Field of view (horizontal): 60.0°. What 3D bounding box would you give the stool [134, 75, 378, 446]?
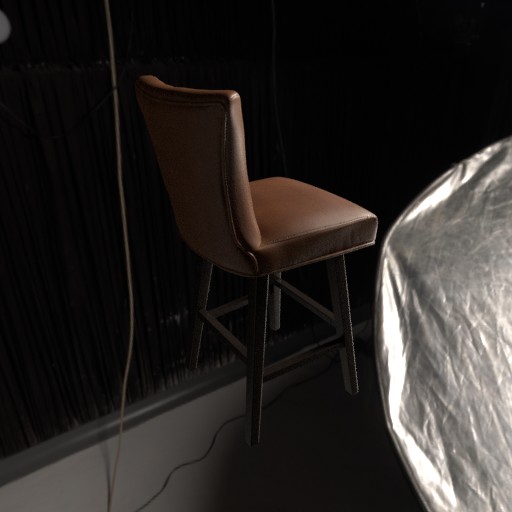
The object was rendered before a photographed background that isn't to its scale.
[{"bbox_3d":[0.000,0.000,1.459,0.585,1.094,0.522,-17,32,-30],"label":"stool"}]
